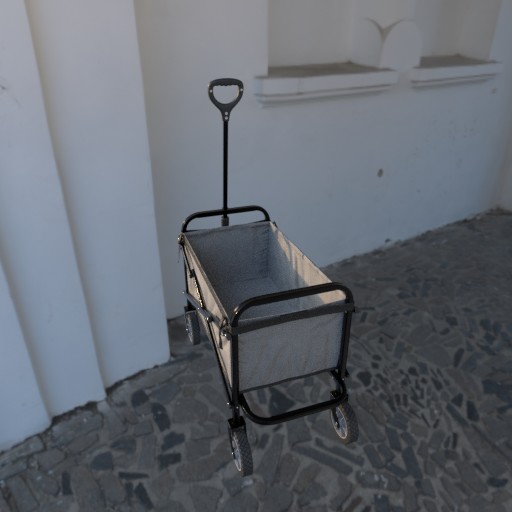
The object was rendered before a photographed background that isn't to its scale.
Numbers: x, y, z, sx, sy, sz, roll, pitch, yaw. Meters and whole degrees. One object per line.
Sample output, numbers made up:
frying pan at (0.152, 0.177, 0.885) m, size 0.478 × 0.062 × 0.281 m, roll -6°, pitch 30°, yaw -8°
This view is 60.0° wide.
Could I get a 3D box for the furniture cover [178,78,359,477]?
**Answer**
furniture cover at (0.000, 0.000, 1.810) m, size 0.532 × 1.295 × 1.038 m, roll -9°, pitch 28°, yaw -18°
